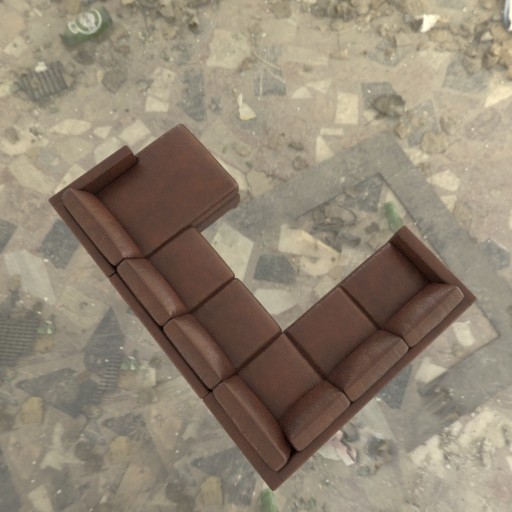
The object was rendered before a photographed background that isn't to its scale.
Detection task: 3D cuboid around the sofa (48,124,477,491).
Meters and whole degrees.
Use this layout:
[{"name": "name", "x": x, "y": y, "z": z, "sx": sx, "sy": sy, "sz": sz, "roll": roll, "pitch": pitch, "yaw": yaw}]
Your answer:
[{"name": "sofa", "x": 0.000, "y": 0.000, "z": 4.399, "sx": 2.452, "sy": 0.891, "sz": 3.324, "roll": -39, "pitch": 78, "yaw": -10}]
